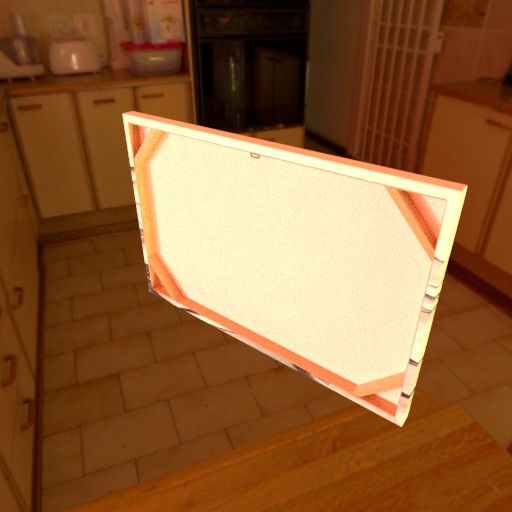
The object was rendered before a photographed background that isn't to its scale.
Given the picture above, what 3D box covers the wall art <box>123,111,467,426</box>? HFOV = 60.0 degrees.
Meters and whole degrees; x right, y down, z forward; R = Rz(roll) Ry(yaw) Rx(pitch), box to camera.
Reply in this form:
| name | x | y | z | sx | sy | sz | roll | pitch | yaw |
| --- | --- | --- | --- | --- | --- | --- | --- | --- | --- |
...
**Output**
| name | x | y | z | sx | sy | sz | roll | pitch | yaw |
| --- | --- | --- | --- | --- | --- | --- | --- | --- | --- |
| wall art | 0.000 | 0.000 | 1.163 | 0.914 | 0.609 | 0.039 | 22 | 37 | 32 |
